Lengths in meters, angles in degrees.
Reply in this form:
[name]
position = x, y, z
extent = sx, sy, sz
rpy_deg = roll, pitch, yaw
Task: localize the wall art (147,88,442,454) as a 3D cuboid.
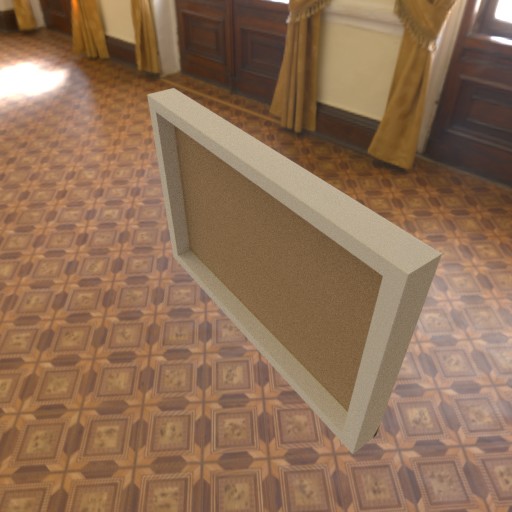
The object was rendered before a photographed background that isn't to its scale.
[wall art]
position = 0.000, 0.000, 0.497
extent = 0.039, 0.254, 0.384
rpy_deg = -25, 47, -26
